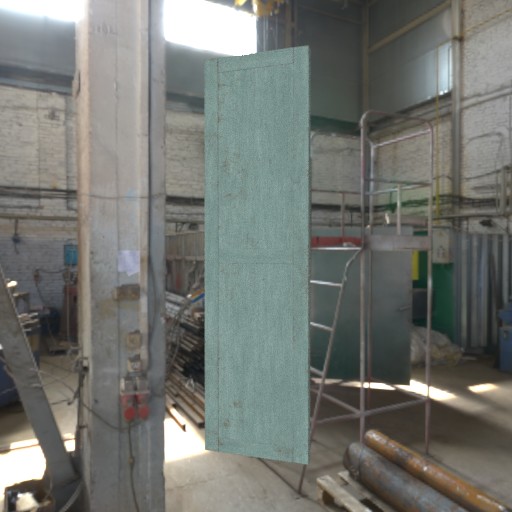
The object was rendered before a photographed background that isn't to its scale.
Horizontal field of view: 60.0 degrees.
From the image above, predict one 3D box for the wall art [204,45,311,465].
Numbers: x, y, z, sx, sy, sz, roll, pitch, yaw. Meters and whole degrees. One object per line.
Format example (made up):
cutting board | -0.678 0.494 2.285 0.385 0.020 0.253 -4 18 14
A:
wall art | 0.000 0.000 1.347 0.329 1.219 0.025 0 1 17
